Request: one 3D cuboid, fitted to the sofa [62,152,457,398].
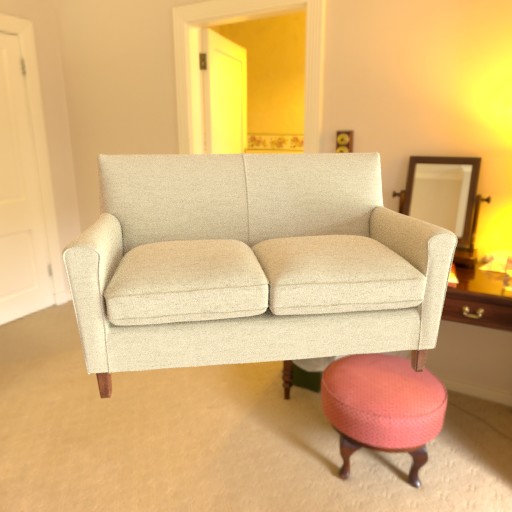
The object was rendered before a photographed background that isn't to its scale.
[{"bbox_3d":[0.000,0.000,2.044,1.482,0.892,0.891,-2,16,-8],"label":"sofa"}]
